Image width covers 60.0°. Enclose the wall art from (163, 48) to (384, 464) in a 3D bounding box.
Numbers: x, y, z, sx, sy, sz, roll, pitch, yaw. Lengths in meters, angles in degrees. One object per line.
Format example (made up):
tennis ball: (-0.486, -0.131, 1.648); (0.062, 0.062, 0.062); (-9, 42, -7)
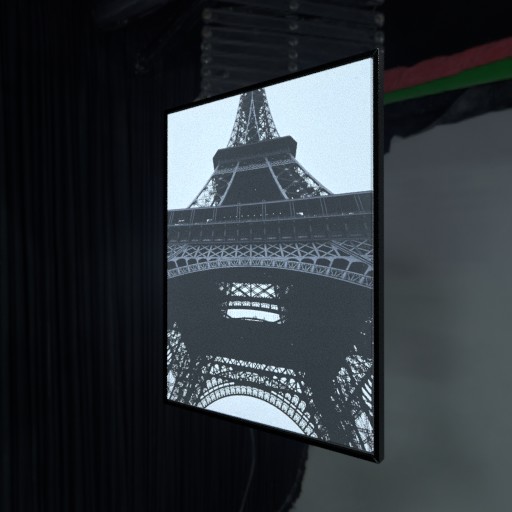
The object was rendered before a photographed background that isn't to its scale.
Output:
wall art: (0.000, 0.000, 1.384); (0.805, 1.062, 0.040); (0, -1, 36)
